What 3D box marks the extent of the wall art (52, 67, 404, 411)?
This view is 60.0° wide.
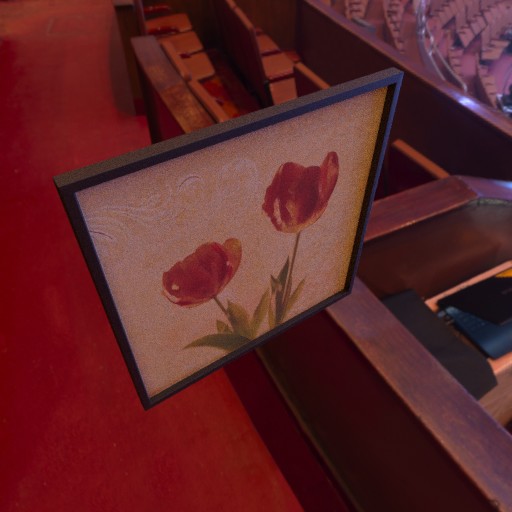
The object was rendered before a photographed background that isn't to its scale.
[{"bbox_3d":[0.000,0.000,1.178,0.805,0.807,0.043,-25,51,-23],"label":"wall art"}]
